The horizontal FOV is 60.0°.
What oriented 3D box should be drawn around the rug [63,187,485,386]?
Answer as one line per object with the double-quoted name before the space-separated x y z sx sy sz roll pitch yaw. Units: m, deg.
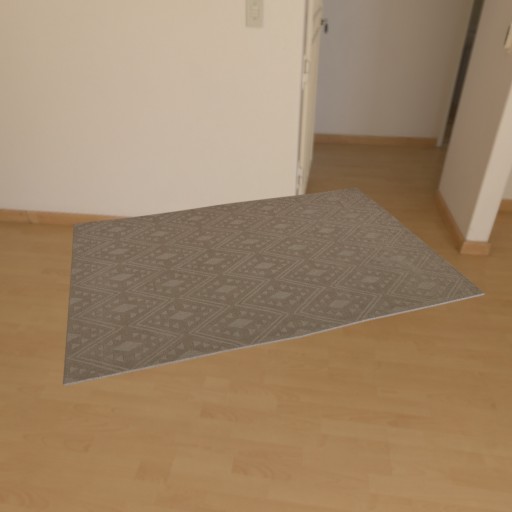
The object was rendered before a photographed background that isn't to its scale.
"rug" 0.000 0.000 2.305 1.829 0.034 1.252 -10 34 -15
